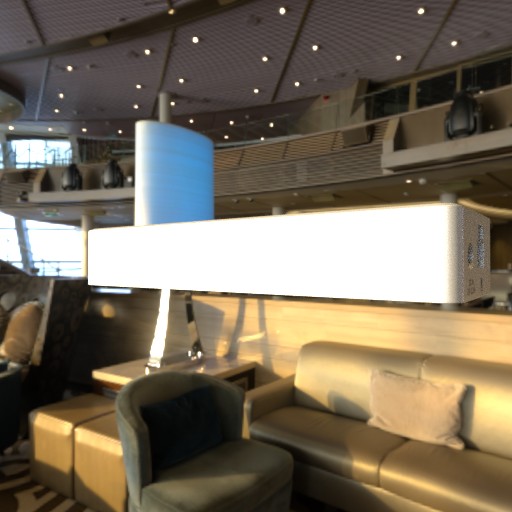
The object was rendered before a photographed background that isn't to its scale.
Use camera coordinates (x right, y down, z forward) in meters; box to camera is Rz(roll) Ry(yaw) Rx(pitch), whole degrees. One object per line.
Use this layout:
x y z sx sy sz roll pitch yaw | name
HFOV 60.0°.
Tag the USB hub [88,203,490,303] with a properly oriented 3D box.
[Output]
0.000 0.000 0.159 0.145 0.023 0.044 -1 -1 36 | USB hub
